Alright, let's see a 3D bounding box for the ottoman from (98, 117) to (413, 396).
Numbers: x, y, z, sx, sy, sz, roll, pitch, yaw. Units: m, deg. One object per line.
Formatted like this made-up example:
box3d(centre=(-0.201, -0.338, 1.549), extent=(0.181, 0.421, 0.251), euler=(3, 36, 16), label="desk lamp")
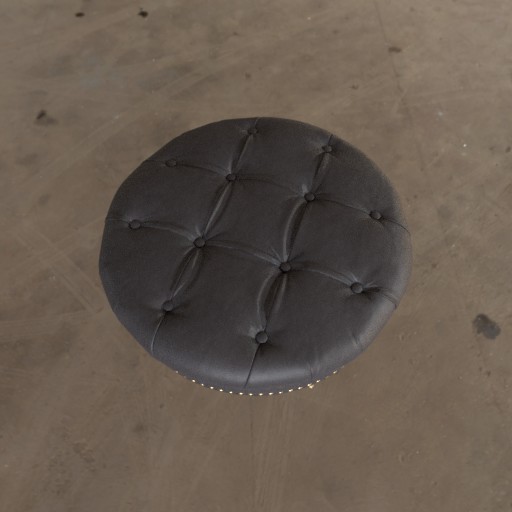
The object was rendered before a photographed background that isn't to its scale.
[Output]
box3d(centre=(0.000, 0.000, 1.395), extent=(0.901, 0.439, 0.901), euler=(0, 58, 0), label="ottoman")
